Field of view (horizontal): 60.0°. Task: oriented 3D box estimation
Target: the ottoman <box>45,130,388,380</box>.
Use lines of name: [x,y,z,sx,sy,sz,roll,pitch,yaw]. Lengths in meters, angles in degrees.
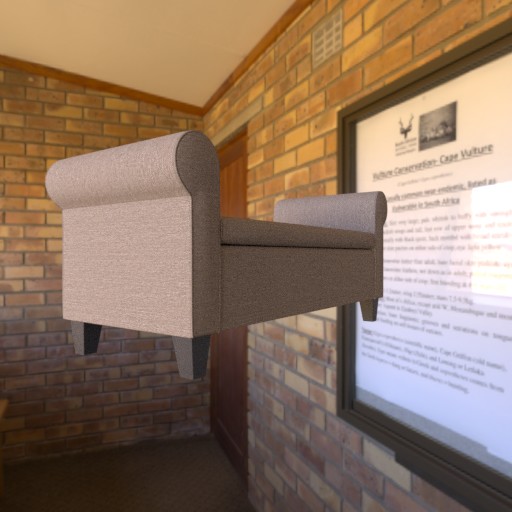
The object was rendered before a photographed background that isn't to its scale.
ottoman: [0.000,0.000,1.560,0.521,0.547,1.256,0,0,36]
